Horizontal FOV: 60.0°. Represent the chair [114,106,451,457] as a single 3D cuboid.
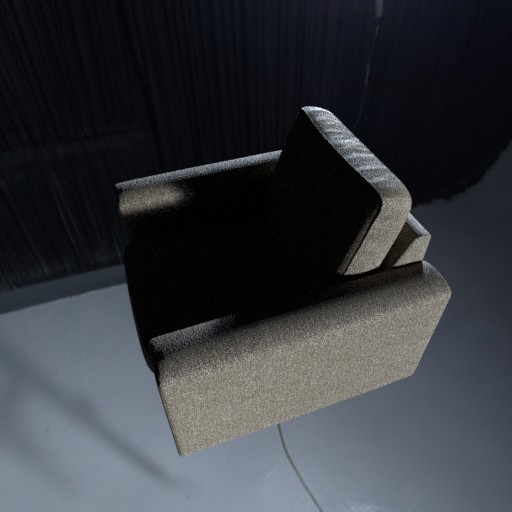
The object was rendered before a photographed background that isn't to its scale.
[{"bbox_3d":[0.000,0.000,1.745,1.016,0.873,1.005,-14,47,-14],"label":"chair"}]
